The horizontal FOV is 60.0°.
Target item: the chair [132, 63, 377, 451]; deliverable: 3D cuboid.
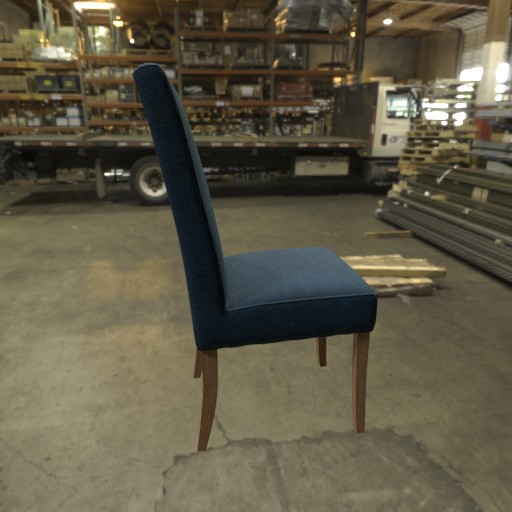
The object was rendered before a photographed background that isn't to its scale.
[{"bbox_3d":[0.000,0.000,1.340,0.610,1.029,0.450,-3,18,-9],"label":"chair"}]
